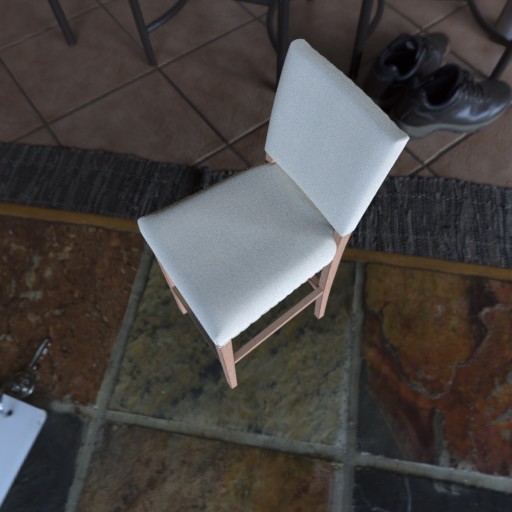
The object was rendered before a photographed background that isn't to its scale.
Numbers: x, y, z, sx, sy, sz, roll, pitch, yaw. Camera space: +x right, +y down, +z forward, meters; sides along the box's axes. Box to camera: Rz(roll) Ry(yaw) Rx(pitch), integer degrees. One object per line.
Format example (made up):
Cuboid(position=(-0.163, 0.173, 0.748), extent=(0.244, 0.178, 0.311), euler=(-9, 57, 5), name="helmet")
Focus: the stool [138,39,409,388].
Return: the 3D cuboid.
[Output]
Cuboid(position=(0.000, 0.000, 1.425), extent=(0.546, 1.143, 0.428), euler=(-32, 68, -14), name="stool")
